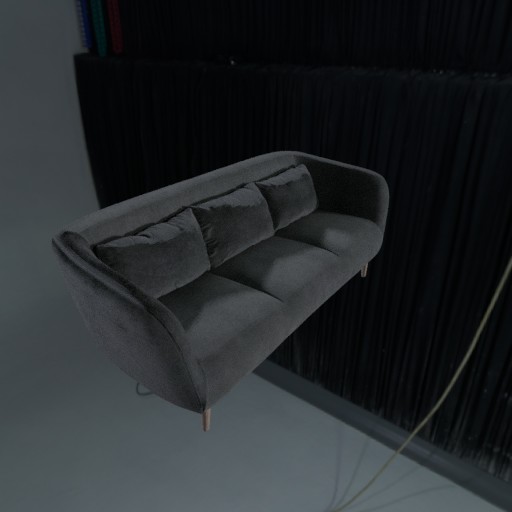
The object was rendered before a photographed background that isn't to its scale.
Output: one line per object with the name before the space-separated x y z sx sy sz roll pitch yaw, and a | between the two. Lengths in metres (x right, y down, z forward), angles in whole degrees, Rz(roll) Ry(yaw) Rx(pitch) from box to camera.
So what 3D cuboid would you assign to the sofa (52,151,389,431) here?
sofa | 0.000 0.000 2.743 0.956 0.875 2.296 17 31 31
